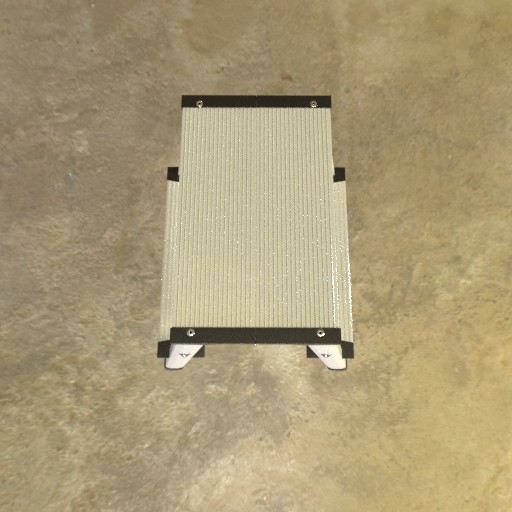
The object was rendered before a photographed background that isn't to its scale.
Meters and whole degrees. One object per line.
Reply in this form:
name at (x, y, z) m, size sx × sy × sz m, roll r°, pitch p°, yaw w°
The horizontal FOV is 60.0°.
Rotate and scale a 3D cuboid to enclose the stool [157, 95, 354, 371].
stool at (0.000, 0.000, 0.794) m, size 0.405 × 0.480 × 0.404 m, roll 0°, pitch 76°, yaw 0°
